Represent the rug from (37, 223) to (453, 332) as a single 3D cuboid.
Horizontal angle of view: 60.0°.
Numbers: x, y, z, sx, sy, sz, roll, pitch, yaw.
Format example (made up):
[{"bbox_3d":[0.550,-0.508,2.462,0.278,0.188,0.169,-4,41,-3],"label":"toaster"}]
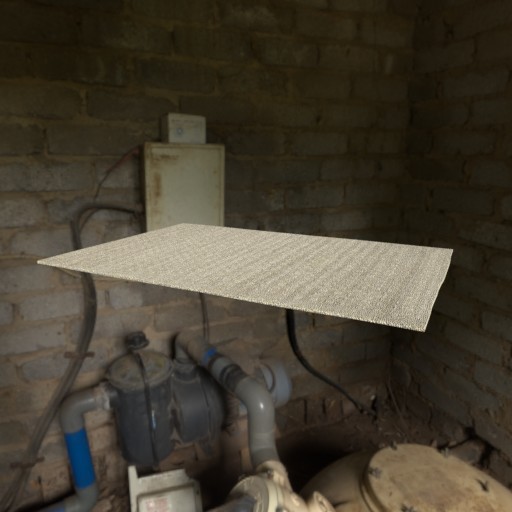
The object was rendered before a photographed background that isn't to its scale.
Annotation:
[{"bbox_3d":[0.000,0.000,2.916,2.297,0.018,1.532,7,16,26],"label":"rug"}]
